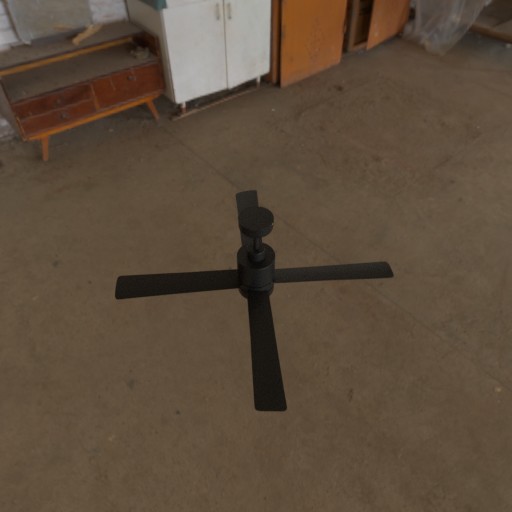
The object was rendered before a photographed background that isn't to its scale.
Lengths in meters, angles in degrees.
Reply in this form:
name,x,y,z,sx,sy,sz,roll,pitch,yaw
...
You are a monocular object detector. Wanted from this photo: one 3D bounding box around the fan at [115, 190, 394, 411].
name,x,y,z,sx,sy,sz,roll,pitch,yaw
fan,0.000,0.000,2.318,1.525,0.534,1.525,-3,47,-3
